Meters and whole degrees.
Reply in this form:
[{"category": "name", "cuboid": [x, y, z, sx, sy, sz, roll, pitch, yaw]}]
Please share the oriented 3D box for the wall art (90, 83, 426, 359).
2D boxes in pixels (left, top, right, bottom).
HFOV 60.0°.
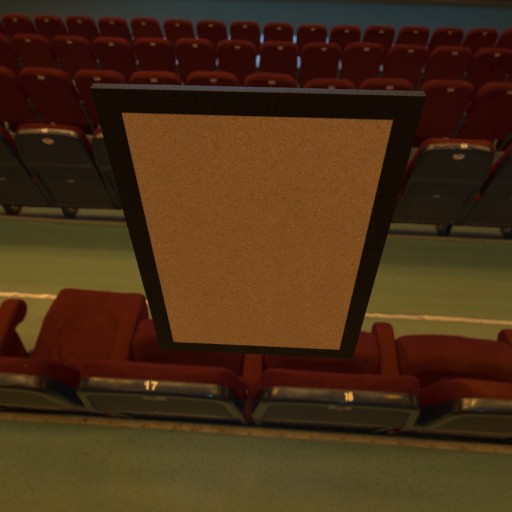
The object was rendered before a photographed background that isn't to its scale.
[{"category": "wall art", "cuboid": [0.000, 0.000, 0.693, 0.381, 0.534, 0.013, 2, 45, 2]}]
